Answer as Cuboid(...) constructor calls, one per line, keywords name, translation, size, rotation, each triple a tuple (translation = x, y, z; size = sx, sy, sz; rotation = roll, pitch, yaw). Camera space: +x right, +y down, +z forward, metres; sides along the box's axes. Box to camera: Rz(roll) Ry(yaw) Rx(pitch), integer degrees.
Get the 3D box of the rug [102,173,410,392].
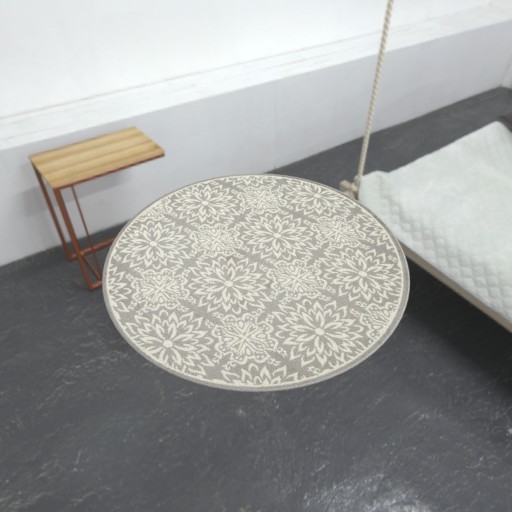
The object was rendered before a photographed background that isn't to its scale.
Cuboid(name="rug", translation=(0.000, 0.000, 2.366), size=(1.593, 0.012, 1.593), rotation=(0, 43, 0))
